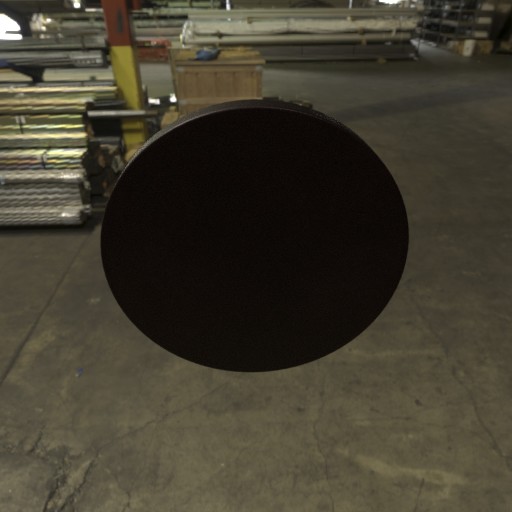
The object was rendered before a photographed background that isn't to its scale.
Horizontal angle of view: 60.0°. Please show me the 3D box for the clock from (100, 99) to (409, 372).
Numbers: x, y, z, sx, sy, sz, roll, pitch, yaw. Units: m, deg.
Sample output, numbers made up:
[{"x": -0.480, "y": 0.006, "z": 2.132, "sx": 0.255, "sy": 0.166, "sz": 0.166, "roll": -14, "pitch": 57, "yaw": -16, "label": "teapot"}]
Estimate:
[{"x": 0.000, "y": 0.000, "z": 0.468, "sx": 0.314, "sy": 0.314, "sz": 0.029, "roll": -1, "pitch": 31, "yaw": -2, "label": "clock"}]
